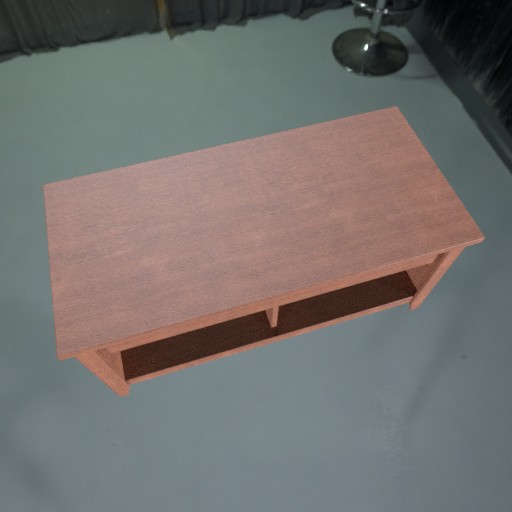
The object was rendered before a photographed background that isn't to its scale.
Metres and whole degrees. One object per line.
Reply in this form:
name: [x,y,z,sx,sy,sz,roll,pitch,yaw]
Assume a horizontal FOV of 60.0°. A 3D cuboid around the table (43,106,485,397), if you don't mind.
table: [0.000,0.000,1.312,1.016,0.457,0.483,-15,61,-8]
